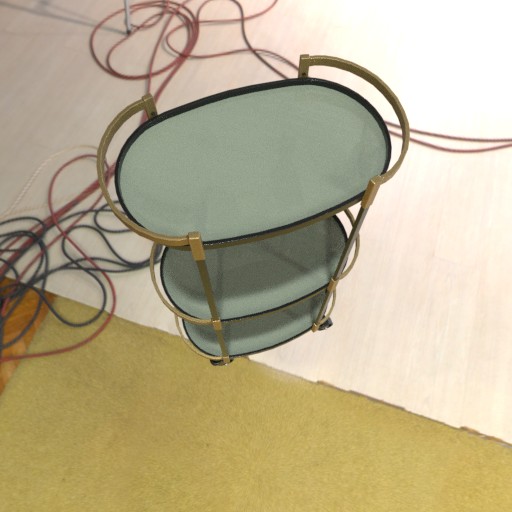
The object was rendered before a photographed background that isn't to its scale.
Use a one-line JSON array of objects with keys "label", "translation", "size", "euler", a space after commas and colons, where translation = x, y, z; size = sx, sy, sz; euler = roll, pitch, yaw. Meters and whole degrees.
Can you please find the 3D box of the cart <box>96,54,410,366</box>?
[{"label": "cart", "translation": [0.000, 0.000, 1.115], "size": [0.515, 0.885, 0.311], "euler": [-18, 65, -8]}]
